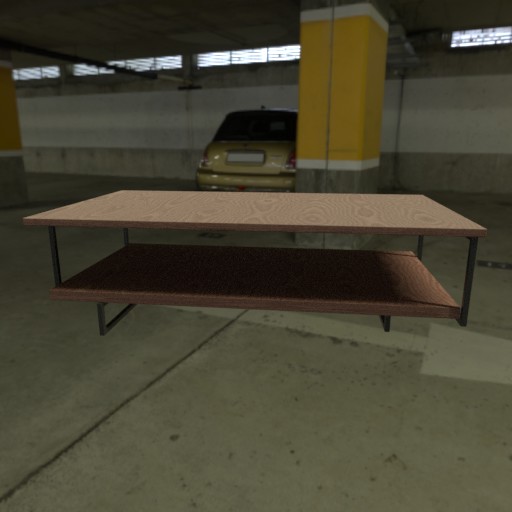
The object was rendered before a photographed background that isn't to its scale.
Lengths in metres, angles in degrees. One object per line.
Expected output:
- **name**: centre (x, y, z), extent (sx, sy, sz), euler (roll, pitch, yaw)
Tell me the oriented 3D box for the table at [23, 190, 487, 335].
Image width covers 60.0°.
- **table**: centre (0.000, 0.000, 1.488), extent (1.197, 0.347, 0.651), euler (2, 15, 7)
